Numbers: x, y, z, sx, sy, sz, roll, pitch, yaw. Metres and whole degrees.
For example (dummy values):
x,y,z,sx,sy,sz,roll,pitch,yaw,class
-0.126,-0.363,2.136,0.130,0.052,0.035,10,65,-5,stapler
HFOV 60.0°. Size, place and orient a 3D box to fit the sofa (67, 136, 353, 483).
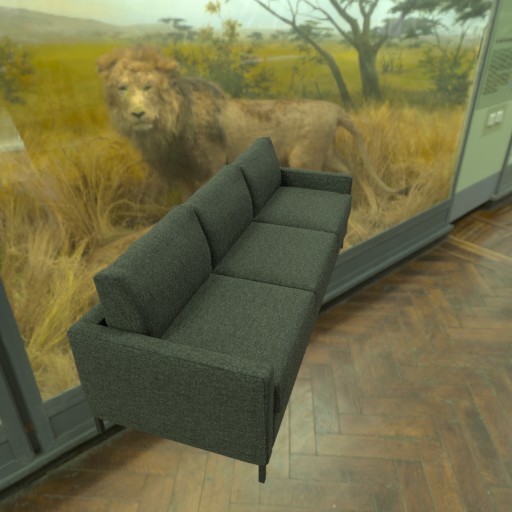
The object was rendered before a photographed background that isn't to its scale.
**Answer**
x,y,z,sx,sy,sz,roll,pitch,yaw,class
0.000,0.000,2.648,0.876,0.879,2.253,9,31,16,sofa
